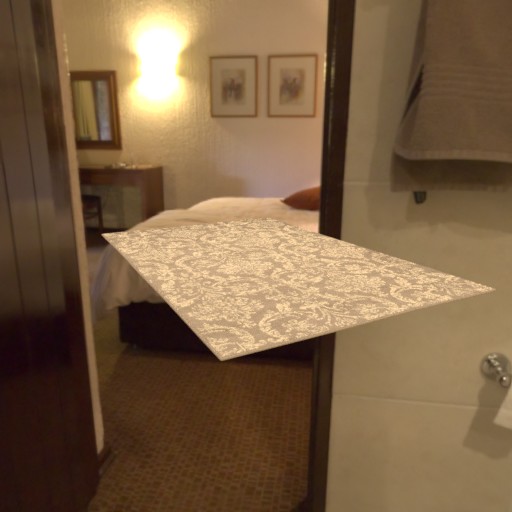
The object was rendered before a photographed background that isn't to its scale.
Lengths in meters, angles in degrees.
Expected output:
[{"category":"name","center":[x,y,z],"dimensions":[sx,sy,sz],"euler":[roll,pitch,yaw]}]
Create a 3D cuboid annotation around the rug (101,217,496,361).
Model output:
[{"category":"rug","center":[0.000,0.000,3.421],"dimensions":[1.819,0.018,2.746],"euler":[-8,17,-27]}]
